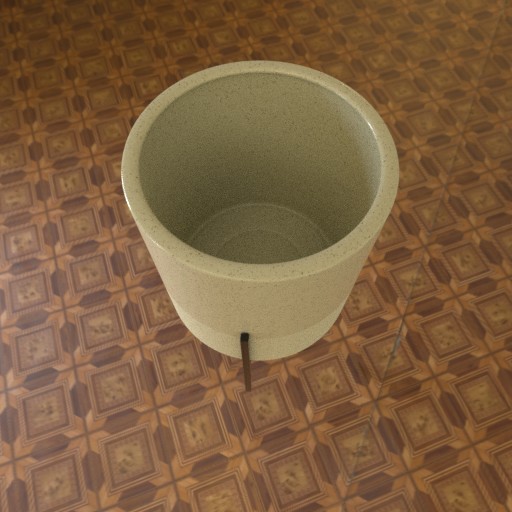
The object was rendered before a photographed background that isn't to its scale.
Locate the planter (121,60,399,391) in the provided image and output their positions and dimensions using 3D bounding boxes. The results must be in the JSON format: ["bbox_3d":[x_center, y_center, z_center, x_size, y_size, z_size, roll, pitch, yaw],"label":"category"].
[{"bbox_3d":[0.000,0.000,0.549,0.243,0.390,0.234,34,68,16],"label":"planter"}]
